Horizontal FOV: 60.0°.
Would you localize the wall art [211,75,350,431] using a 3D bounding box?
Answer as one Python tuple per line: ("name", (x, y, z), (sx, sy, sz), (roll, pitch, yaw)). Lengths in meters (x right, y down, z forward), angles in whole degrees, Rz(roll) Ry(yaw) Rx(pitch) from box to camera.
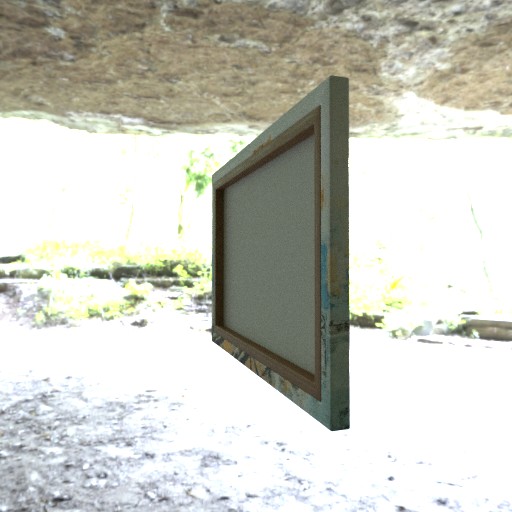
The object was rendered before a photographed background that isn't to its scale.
("wall art", (0.000, 0.000, 1.192), (0.038, 0.609, 0.913), (0, -1, -19))
